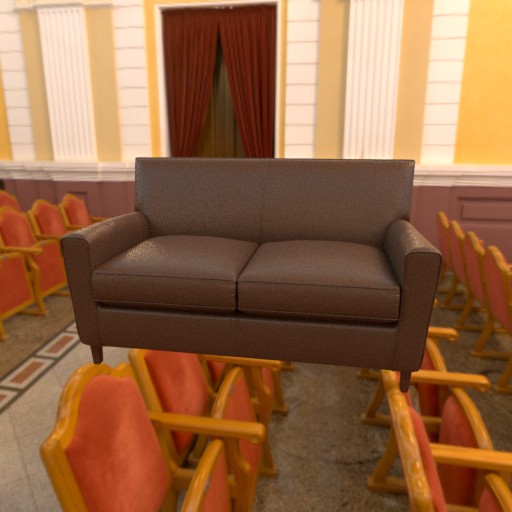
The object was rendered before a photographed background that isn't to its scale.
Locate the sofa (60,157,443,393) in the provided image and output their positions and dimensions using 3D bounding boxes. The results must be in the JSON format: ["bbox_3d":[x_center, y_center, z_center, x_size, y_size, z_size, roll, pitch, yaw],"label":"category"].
[{"bbox_3d":[0.000,0.000,2.068,1.468,0.859,0.853,3,15,9],"label":"sofa"}]
